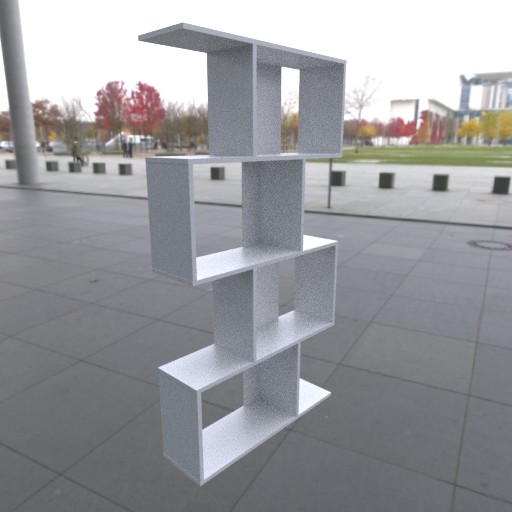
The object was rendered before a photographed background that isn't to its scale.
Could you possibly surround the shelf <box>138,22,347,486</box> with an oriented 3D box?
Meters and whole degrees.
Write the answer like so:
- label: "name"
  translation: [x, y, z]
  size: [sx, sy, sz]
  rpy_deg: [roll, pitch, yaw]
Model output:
- label: "shelf"
  translation: [0.000, 0.000, 1.921]
  size: [0.250, 1.650, 0.890]
  rpy_deg: [13, 20, 42]
